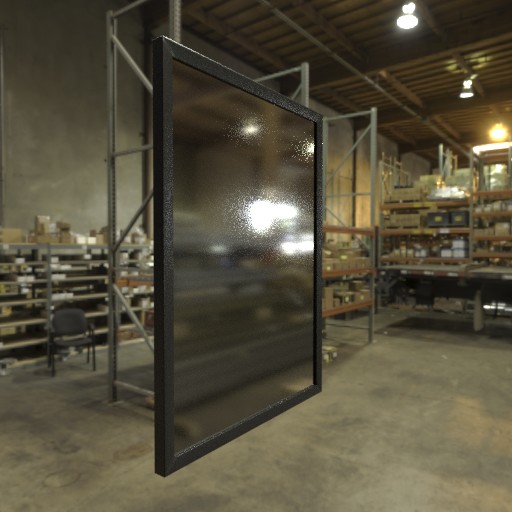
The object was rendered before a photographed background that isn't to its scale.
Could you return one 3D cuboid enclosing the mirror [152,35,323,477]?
[{"bbox_3d":[0.000,0.000,1.334,0.040,1.016,0.762,1,2,37],"label":"mirror"}]
